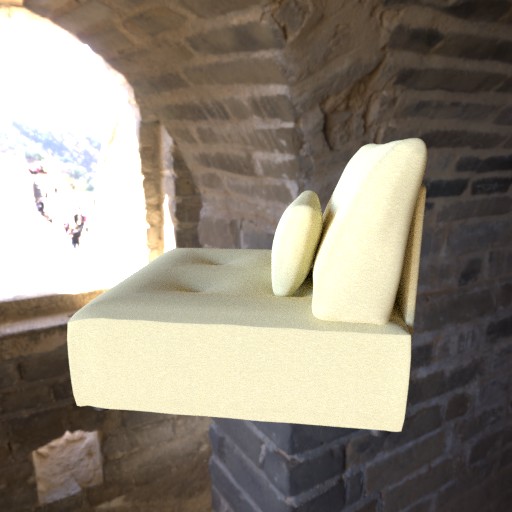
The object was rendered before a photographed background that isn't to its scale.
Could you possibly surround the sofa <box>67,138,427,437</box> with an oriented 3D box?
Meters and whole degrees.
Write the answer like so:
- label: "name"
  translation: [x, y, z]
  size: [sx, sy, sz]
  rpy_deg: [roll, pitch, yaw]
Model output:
- label: "sofa"
  translation: [0.000, 0.000, 1.646]
  size: [1.000, 0.820, 0.930]
  rpy_deg: [2, 13, 8]
